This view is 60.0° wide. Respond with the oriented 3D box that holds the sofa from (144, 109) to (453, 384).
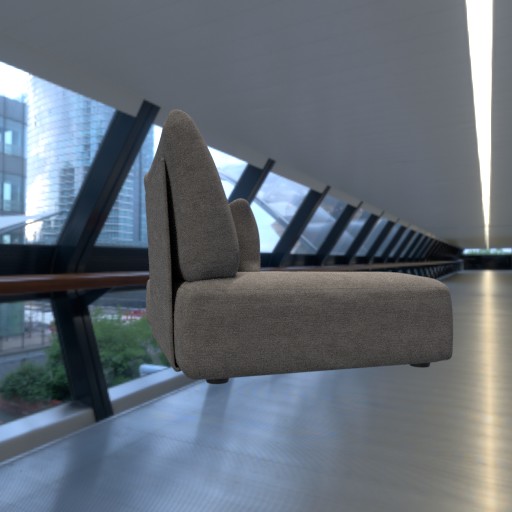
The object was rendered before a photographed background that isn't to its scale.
[{"bbox_3d":[0.000,0.000,2.078,1.002,0.820,1.450,1,-2,-18],"label":"sofa"}]
